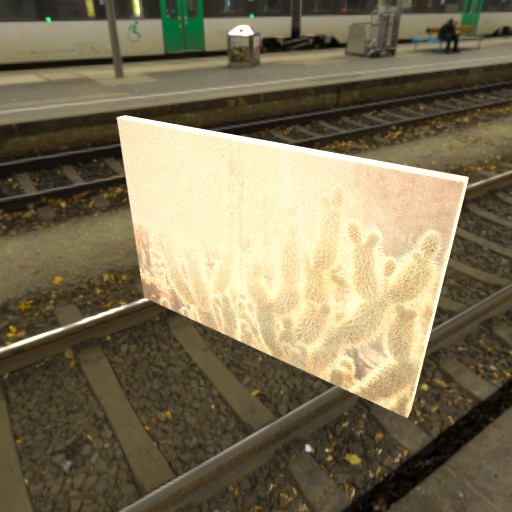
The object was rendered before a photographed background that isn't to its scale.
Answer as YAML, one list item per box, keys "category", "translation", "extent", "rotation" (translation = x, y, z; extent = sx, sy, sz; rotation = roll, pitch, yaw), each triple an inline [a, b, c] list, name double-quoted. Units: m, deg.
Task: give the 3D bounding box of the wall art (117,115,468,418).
- category: "wall art"
  translation: [0.000, 0.000, 1.458]
  extent: [1.142, 0.758, 0.041]
  rotation: [19, 34, 29]
